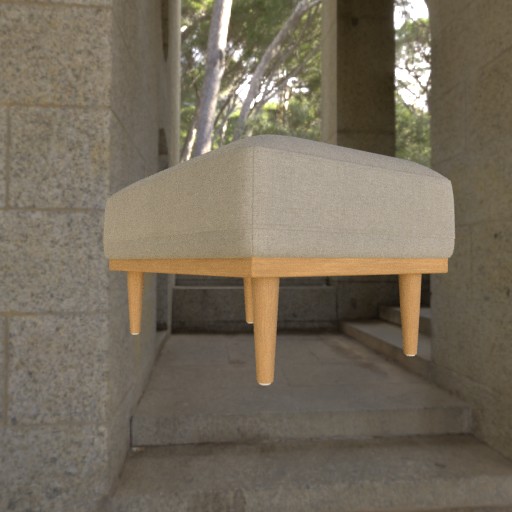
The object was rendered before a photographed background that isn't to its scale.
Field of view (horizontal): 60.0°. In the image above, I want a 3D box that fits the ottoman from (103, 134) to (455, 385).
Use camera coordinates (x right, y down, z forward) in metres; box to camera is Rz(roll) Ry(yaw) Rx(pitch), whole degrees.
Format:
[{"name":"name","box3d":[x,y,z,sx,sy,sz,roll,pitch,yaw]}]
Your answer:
[{"name":"ottoman","box3d":[0.000,0.000,1.090,0.549,0.428,0.749,0,-1,-35]}]
